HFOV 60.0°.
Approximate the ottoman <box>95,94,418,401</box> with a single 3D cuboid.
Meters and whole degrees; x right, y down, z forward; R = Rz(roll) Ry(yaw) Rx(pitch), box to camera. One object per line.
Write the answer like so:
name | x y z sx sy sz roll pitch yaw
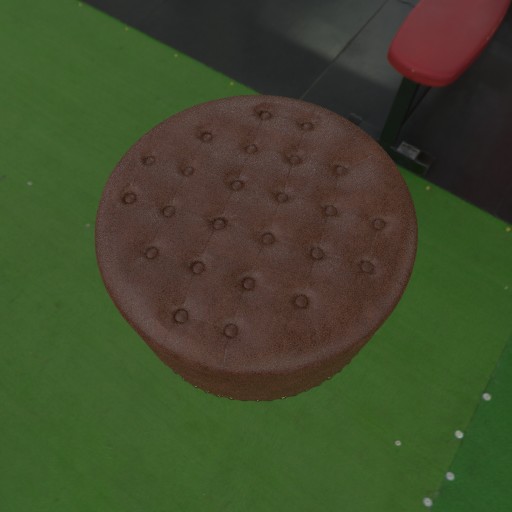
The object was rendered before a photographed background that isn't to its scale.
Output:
ottoman | 0.000 0.000 1.048 0.637 0.442 0.637 0 64 0
